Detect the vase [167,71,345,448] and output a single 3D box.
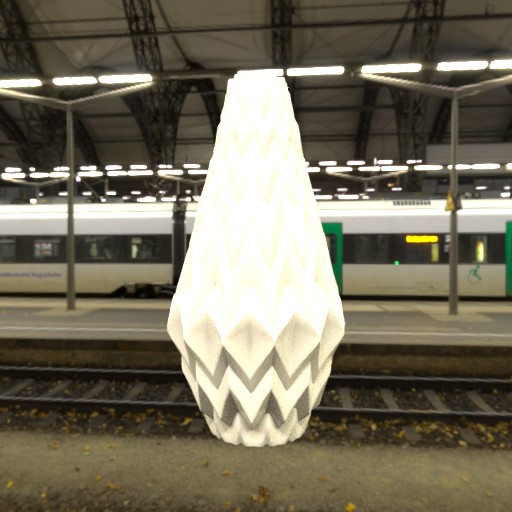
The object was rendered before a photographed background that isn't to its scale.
[{"bbox_3d":[0.000,0.000,0.419,0.167,0.328,0.167,0,1,0],"label":"vase"}]
